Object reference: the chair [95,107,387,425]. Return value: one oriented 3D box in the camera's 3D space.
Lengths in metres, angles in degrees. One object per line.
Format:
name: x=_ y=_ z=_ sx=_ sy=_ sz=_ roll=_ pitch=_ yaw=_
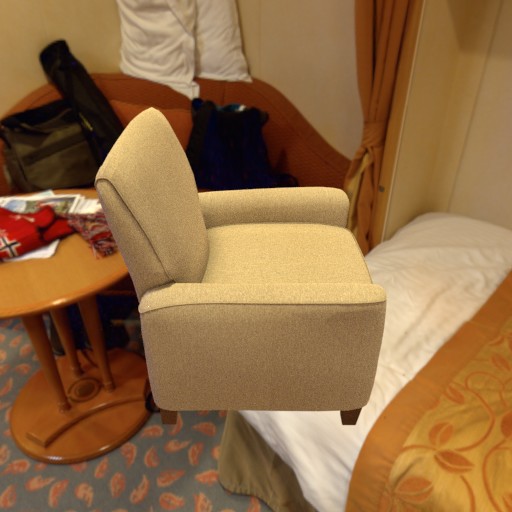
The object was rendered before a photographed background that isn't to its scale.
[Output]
chair: x=0.000 y=0.000 z=1.686 sx=0.864 sy=1.014 sz=0.848 roll=0 pitch=32 yaw=0
